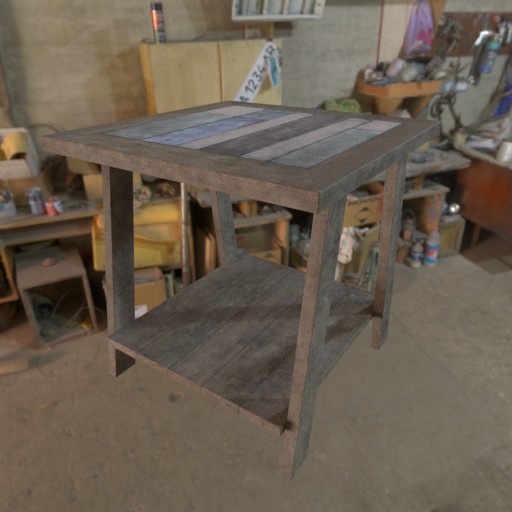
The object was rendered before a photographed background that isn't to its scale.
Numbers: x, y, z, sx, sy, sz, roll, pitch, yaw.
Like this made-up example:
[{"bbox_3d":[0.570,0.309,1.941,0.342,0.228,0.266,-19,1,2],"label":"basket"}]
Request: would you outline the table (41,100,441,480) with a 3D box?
[{"bbox_3d":[0.000,0.000,1.079,0.610,0.610,0.610,17,31,30],"label":"table"}]
